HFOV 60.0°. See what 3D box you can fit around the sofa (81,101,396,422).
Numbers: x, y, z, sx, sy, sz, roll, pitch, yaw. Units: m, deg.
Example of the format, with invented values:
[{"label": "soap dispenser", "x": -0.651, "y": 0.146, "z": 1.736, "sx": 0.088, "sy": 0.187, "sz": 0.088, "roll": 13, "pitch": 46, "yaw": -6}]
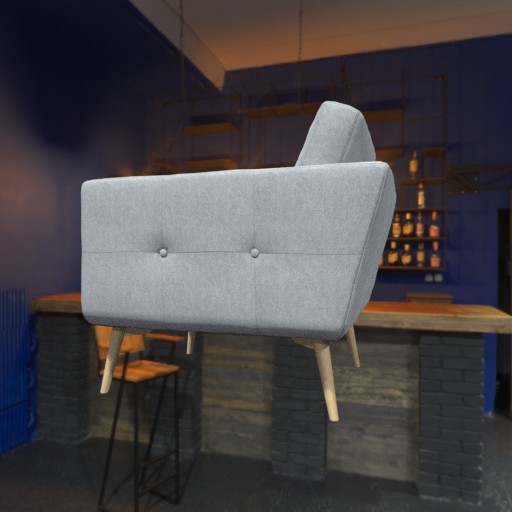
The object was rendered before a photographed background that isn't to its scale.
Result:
[{"label": "sofa", "x": 0.000, "y": 0.000, "z": 1.535, "sx": 0.920, "sy": 0.860, "sz": 0.770, "roll": 0, "pitch": 0, "yaw": 19}]
